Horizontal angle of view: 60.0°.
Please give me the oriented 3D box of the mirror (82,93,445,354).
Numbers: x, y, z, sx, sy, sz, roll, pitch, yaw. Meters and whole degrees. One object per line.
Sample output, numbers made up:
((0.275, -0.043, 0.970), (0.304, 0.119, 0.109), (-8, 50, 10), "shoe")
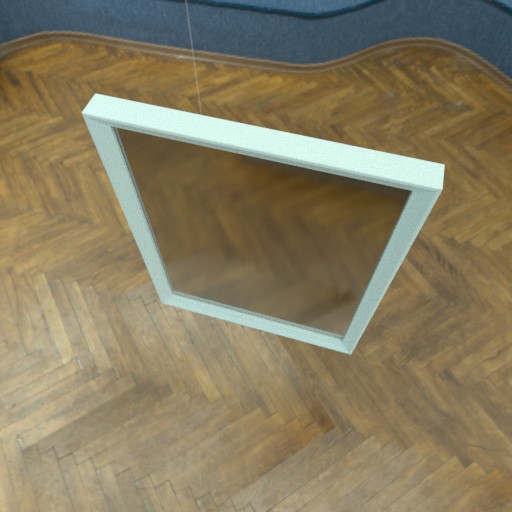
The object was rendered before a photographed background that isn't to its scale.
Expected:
((0.000, 0.000, 0.706), (0.406, 0.509, 0.041), (14, 60, 8), "mirror")
